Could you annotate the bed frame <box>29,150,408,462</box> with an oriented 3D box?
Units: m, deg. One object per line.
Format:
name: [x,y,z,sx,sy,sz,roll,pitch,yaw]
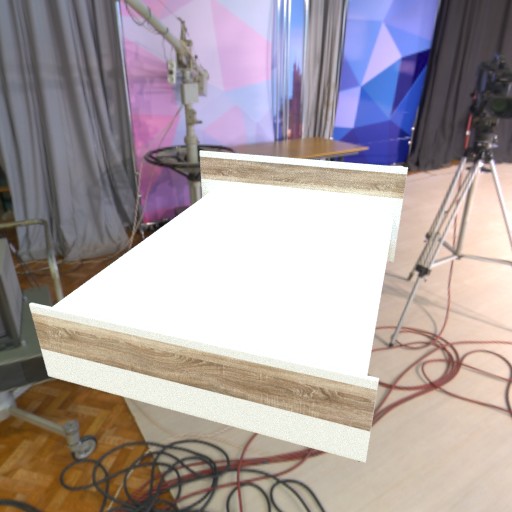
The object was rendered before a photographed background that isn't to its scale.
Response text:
bed frame: [0.000,0.000,2.895,1.720,0.800,2.060,9,28,17]
